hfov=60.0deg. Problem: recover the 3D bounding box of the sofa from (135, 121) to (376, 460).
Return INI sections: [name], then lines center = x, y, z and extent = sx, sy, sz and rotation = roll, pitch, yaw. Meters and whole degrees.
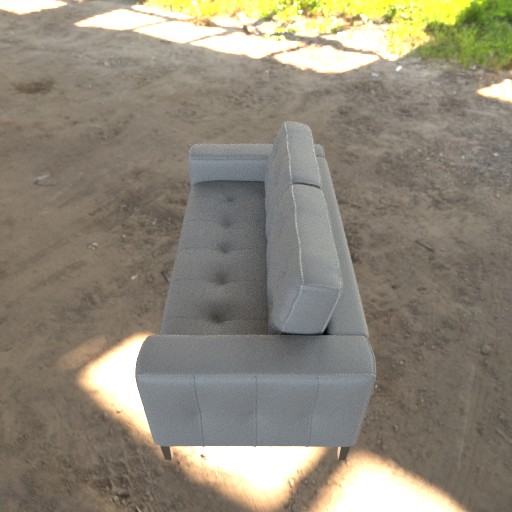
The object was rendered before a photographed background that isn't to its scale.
[sofa]
center = 0.000, 0.000, 2.230
extent = 0.833, 0.892, 1.726
rotation = 0, 40, 0
